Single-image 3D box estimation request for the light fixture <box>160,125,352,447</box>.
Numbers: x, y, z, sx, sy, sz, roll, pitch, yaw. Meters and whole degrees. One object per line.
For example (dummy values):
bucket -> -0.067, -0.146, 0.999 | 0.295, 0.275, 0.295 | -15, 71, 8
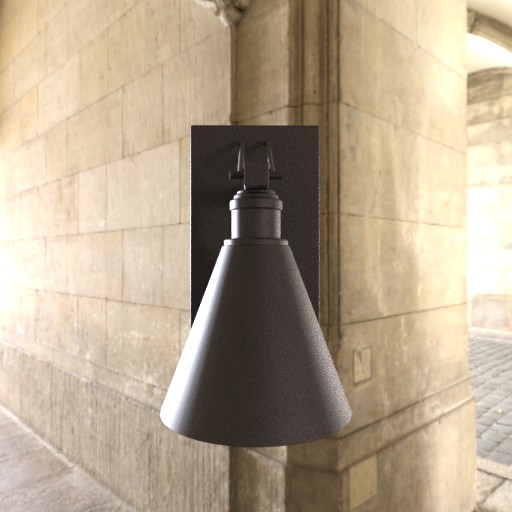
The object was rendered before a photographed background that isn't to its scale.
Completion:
light fixture -> 0.000, 0.000, 0.423 | 0.170, 0.298, 0.207 | 0, 0, -1
